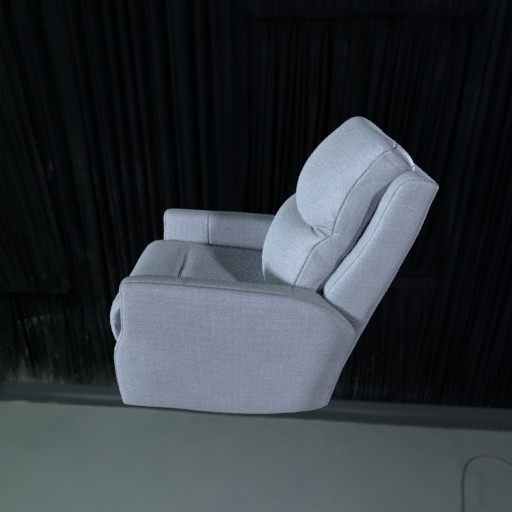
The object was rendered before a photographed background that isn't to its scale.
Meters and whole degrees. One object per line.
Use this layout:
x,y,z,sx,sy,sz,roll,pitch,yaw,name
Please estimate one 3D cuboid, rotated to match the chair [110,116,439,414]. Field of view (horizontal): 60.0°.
0.000,0.000,1.779,1.080,1.030,0.829,1,26,2,chair
